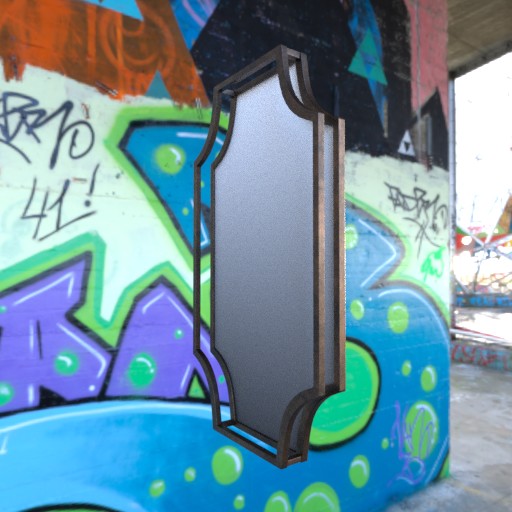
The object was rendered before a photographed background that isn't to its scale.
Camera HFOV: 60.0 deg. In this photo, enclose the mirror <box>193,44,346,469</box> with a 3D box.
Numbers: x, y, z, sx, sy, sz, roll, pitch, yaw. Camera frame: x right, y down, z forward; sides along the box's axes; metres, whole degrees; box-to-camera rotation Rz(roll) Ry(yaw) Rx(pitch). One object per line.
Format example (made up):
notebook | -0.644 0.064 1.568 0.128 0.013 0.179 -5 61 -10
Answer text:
mirror | 0.000 0.000 0.967 0.066 0.811 0.462 1 -2 -36
